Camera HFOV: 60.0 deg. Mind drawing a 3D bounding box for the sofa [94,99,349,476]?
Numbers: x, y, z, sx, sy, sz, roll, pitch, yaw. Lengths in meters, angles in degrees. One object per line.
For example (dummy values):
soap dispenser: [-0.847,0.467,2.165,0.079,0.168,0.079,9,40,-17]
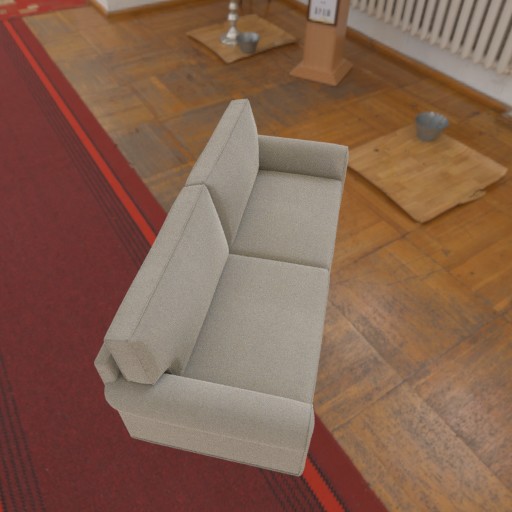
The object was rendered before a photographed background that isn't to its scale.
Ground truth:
sofa: [0.000,0.000,2.577,0.901,0.962,2.146,9,47,8]
